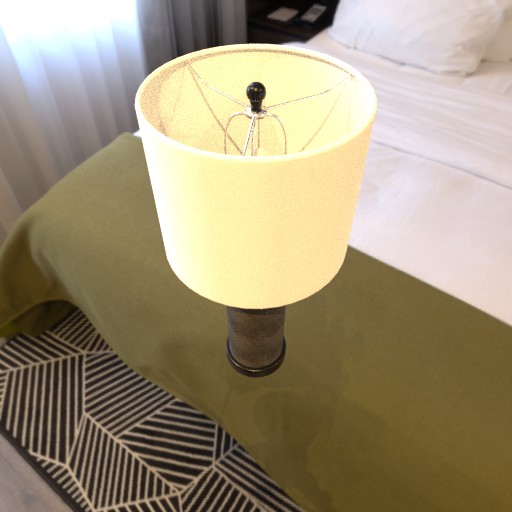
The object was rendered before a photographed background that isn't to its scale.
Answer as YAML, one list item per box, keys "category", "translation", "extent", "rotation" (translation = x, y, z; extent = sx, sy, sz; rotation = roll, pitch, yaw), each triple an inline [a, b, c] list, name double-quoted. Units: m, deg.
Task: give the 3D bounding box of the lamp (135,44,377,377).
- category: "lamp"
  translation: [0.000, 0.000, 0.788]
  extent: [0.305, 0.634, 0.305]
  rotation: [4, 47, 4]
